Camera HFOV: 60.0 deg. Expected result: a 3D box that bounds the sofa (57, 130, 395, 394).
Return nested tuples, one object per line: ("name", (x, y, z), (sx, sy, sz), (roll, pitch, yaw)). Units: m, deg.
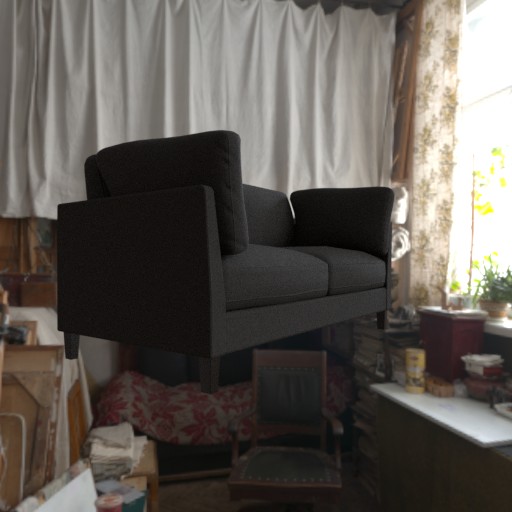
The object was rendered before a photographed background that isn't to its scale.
("sofa", (0.000, 0.000, 2.380), (0.969, 0.920, 1.751), (0, 0, 36))
